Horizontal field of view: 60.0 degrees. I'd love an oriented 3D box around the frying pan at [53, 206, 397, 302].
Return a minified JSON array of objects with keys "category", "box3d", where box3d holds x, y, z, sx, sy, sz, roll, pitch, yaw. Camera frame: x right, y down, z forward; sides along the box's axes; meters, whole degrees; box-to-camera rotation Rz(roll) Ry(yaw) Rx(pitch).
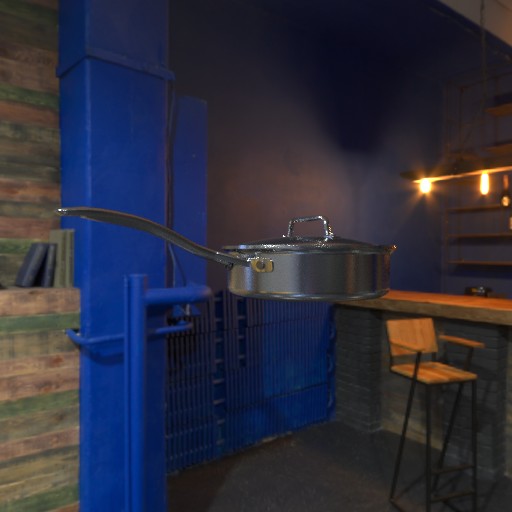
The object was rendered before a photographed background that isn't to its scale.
[{"category":"frying pan","box3d":[0.000,0.000,0.583,0.492,0.111,0.245,0,1,-35]}]
